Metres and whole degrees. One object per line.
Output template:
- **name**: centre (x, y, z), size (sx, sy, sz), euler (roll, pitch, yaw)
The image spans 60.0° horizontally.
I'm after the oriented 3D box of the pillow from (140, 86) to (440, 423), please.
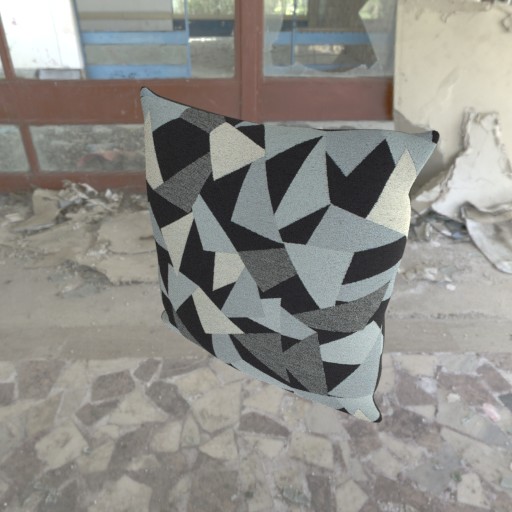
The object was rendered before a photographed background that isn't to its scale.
- **pillow**: centre (0.000, 0.000, 0.743), size (0.503, 0.496, 0.208), euler (18, 34, 29)
